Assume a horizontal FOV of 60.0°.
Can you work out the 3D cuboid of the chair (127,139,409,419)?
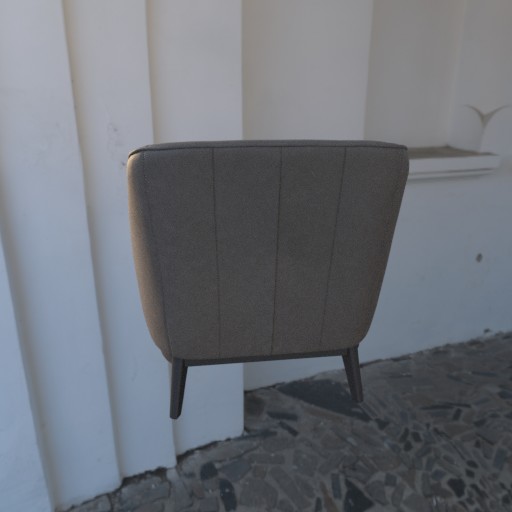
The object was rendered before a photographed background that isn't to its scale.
[{"bbox_3d":[0.000,0.000,1.570,0.871,0.830,0.852,-2,17,-8],"label":"chair"}]
